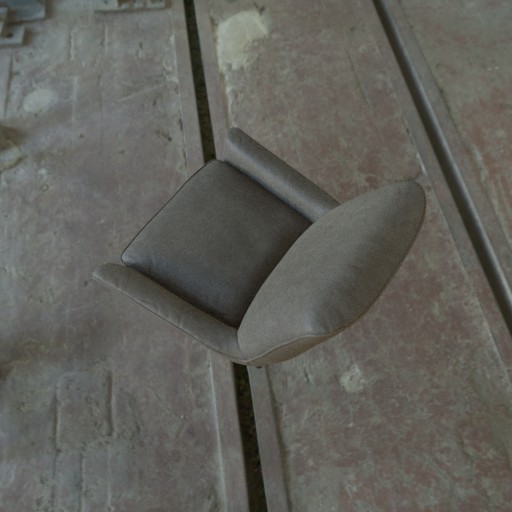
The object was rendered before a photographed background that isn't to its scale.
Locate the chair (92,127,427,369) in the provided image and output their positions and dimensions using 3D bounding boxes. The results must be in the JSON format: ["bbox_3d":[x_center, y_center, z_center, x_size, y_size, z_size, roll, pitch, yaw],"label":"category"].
[{"bbox_3d":[0.000,0.000,1.527,0.824,0.888,0.787,33,69,15],"label":"chair"}]
